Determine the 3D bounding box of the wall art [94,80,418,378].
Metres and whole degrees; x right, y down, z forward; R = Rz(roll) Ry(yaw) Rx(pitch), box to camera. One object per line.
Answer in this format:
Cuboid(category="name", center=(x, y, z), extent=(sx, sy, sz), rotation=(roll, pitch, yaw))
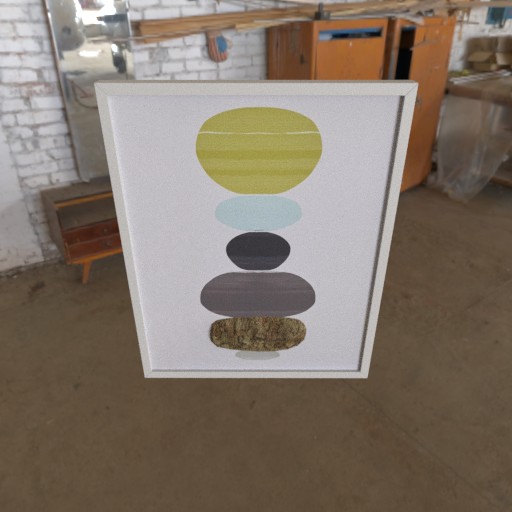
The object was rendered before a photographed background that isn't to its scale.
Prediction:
Cuboid(category="wall art", center=(0.000, 0.000, 1.034), extent=(0.611, 0.763, 0.055), rotation=(0, 30, 0))
